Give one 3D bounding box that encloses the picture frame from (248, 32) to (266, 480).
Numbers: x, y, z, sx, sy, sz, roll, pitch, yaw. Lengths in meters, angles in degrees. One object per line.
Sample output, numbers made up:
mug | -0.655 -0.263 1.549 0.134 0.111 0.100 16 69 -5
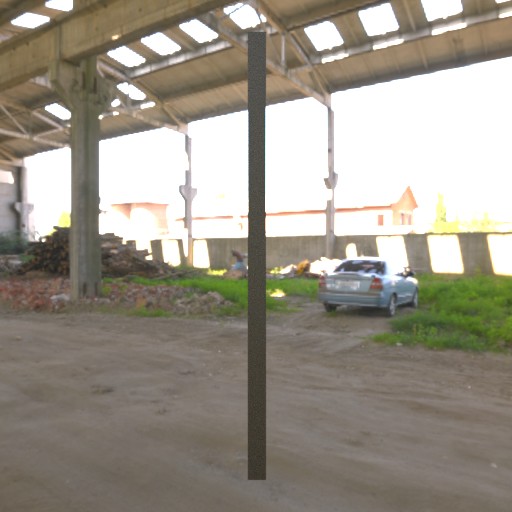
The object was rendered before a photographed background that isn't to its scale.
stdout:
picture frame | 0.000 0.000 1.153 0.032 0.775 0.775 0 0 0
